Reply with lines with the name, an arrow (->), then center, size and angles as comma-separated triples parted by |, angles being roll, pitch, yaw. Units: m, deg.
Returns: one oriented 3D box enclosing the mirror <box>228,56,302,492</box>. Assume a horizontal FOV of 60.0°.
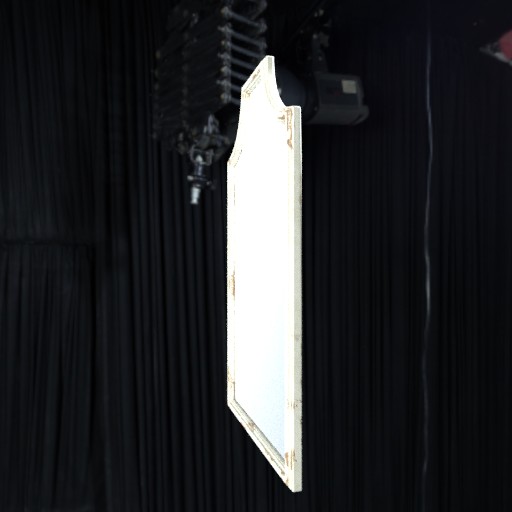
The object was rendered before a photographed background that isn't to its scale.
mirror -> 0.000, 0.000, 0.865 | 0.022, 0.717, 0.403 | 0, 0, -17
